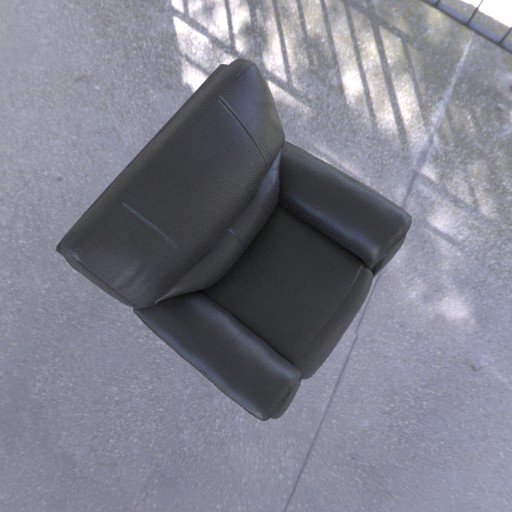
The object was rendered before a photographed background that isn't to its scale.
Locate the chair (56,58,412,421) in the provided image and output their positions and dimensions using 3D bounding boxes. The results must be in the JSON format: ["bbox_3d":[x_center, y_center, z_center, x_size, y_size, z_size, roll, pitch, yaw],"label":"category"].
[{"bbox_3d":[0.000,0.000,2.005,1.087,1.109,1.096,36,78,9],"label":"chair"}]
